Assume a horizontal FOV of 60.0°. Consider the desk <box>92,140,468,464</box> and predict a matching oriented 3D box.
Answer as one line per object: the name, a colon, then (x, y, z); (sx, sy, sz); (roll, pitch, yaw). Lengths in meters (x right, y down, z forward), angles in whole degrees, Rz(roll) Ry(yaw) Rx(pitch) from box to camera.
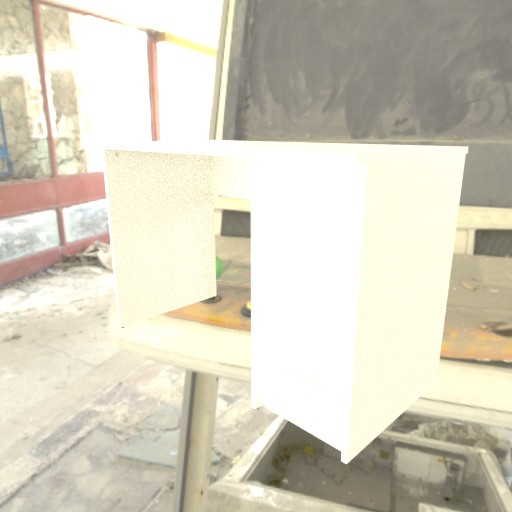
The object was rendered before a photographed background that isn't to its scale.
desk: (0.000, 0.000, 1.505); (1.097, 0.735, 0.560); (15, 22, 43)
